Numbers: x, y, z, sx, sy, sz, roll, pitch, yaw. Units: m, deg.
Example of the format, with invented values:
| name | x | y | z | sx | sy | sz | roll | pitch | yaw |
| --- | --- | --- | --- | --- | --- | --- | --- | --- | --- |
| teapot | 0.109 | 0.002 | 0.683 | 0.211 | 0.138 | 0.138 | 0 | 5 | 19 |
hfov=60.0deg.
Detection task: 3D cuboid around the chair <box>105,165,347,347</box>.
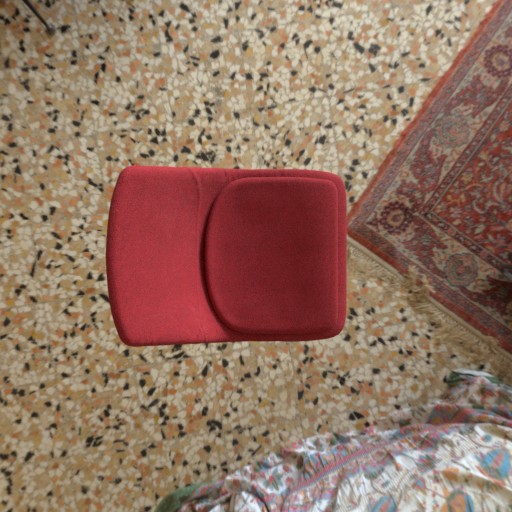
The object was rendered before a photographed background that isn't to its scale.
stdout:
| name | x | y | z | sx | sy | sz | roll | pitch | yaw |
| --- | --- | --- | --- | --- | --- | --- | --- | --- | --- |
| chair | 0.000 | 0.000 | 1.170 | 0.518 | 0.858 | 0.479 | 0 | 90 | -1 |
